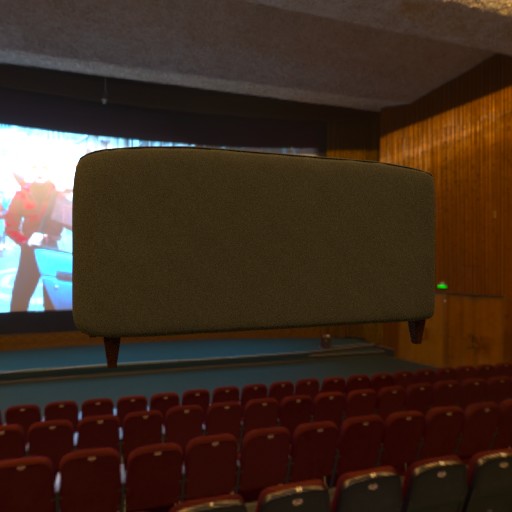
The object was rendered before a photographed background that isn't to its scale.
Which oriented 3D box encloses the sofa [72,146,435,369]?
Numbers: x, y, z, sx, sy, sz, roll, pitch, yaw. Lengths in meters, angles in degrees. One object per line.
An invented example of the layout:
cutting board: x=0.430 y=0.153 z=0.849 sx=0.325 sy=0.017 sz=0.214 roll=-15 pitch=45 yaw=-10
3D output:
sofa: x=0.000 y=0.000 z=2.268 sx=1.733 sy=0.855 sz=0.941 roll=0 pitch=0 yaw=-19
